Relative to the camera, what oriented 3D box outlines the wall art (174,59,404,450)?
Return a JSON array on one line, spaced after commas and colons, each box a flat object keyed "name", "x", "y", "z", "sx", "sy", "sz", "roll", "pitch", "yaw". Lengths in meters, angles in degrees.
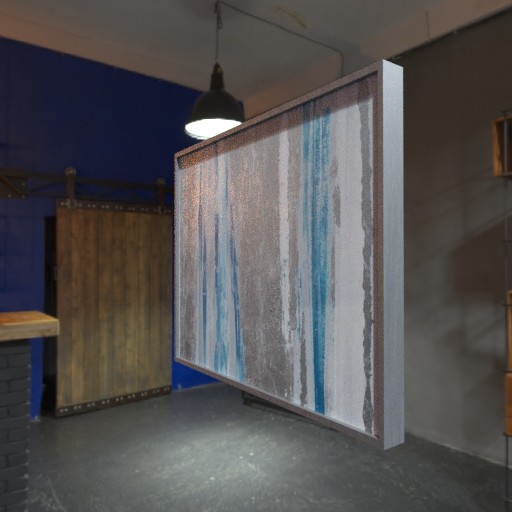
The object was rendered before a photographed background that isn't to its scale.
[{"name": "wall art", "x": 0.000, "y": 0.000, "z": 0.748, "sx": 0.037, "sy": 0.450, "sz": 0.557, "roll": 0, "pitch": -1, "yaw": -36}]
